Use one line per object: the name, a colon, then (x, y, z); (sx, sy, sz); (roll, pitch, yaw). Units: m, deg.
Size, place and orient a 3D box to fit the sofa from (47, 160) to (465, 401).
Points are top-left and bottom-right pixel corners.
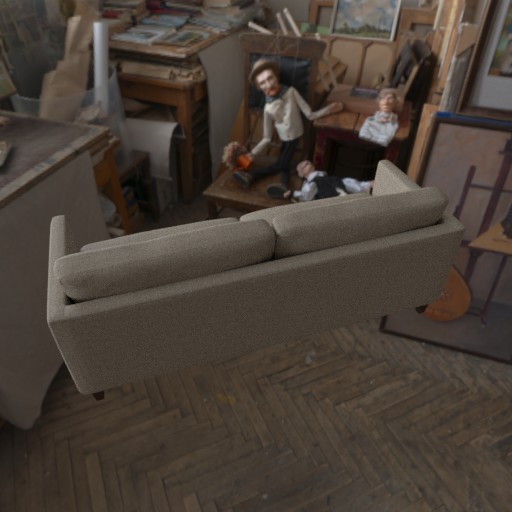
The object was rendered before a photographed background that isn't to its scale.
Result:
sofa: (0.000, 0.000, 2.916); (2.434, 0.965, 0.951); (-12, 42, -14)
